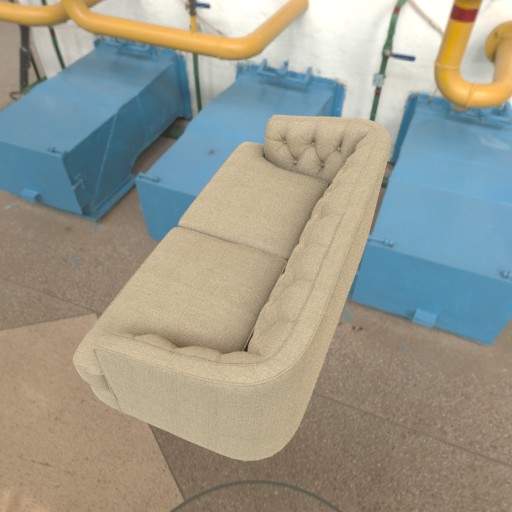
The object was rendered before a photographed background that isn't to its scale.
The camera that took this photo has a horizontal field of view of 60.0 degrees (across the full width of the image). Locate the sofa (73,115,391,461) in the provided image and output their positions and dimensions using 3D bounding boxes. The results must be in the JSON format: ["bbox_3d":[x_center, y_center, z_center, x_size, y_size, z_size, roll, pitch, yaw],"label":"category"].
[{"bbox_3d":[0.000,0.000,2.210,0.941,0.855,1.733,18,50,15],"label":"sofa"}]
